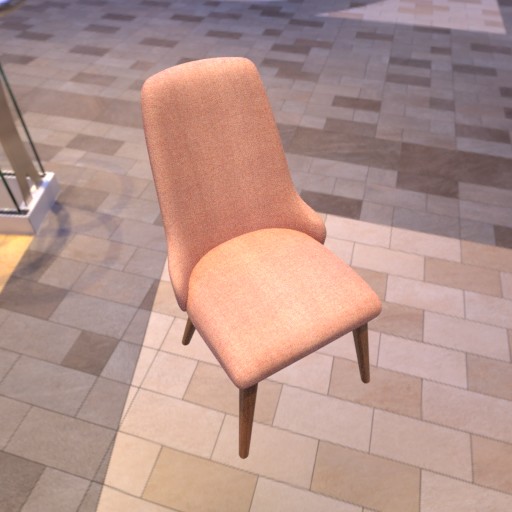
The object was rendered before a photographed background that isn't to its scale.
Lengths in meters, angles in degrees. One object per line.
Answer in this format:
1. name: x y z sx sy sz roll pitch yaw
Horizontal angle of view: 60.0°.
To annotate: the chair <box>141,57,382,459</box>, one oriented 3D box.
1. chair: 0.000 0.000 1.337 0.535 0.918 0.707 -23 50 -20
